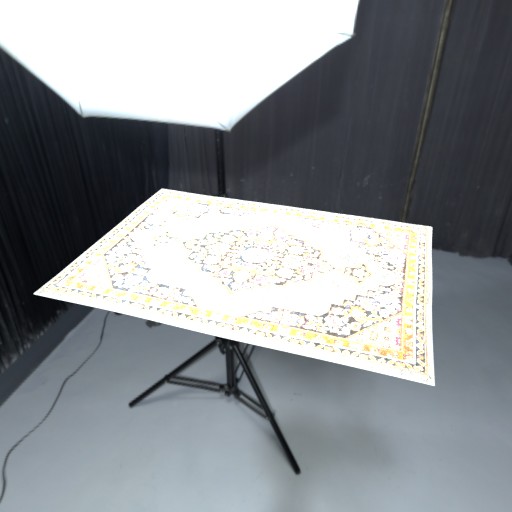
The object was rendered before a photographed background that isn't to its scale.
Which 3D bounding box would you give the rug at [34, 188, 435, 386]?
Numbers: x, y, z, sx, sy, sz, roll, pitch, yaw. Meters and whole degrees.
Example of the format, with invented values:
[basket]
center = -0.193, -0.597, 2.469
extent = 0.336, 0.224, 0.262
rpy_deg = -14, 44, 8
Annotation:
[rug]
center = 0.000, 0.000, 3.813
extent = 2.901, 0.026, 2.043
rpy_deg = 10, 34, 15
